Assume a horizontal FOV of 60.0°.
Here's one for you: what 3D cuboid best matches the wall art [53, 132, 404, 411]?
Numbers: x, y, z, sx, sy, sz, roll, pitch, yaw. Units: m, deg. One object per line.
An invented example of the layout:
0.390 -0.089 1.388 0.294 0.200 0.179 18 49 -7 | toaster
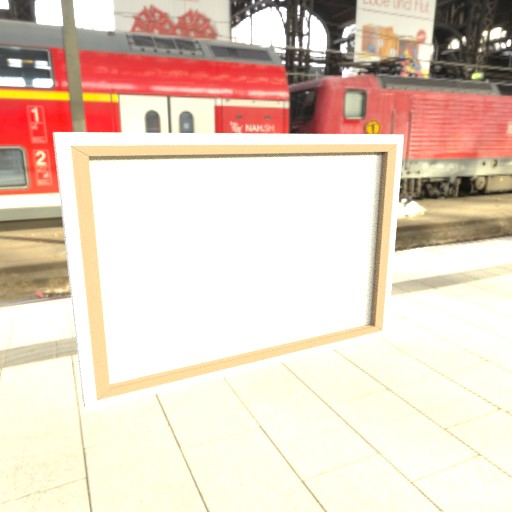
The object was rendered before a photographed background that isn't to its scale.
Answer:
0.000 0.000 0.779 0.608 0.414 0.042 -7 16 -26 | wall art
